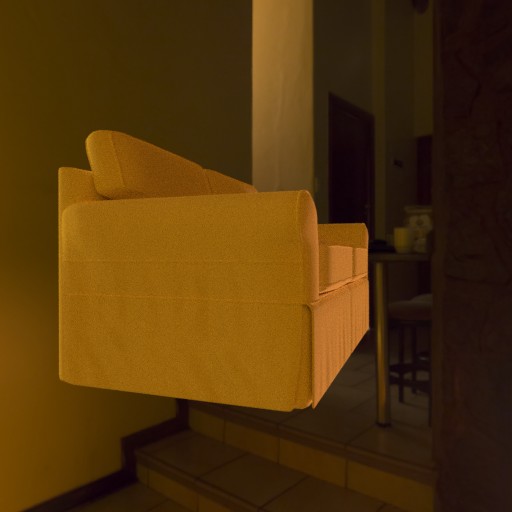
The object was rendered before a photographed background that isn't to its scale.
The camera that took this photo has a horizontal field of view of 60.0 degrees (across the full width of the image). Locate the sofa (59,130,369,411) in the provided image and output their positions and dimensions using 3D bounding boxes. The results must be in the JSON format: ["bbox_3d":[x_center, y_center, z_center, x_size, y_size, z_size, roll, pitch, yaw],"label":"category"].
[{"bbox_3d":[0.000,0.000,2.245,0.991,0.940,1.727,0,0,20],"label":"sofa"}]
